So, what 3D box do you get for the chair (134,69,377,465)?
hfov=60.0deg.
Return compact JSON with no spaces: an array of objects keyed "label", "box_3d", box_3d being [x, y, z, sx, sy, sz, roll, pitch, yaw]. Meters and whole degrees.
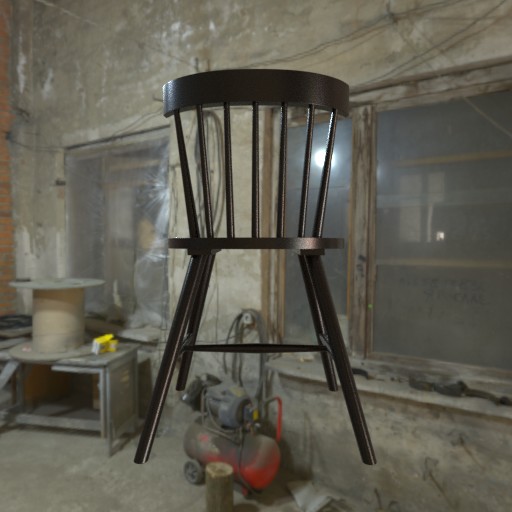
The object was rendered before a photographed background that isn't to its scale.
[{"label":"chair","box_3d":[0.000,0.000,1.138,0.506,0.844,0.483,0,2,1]}]
